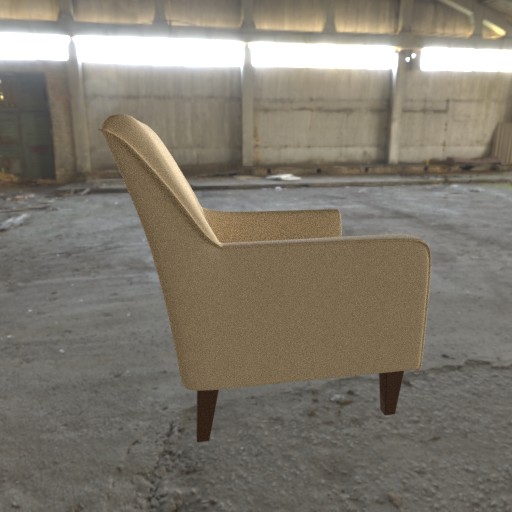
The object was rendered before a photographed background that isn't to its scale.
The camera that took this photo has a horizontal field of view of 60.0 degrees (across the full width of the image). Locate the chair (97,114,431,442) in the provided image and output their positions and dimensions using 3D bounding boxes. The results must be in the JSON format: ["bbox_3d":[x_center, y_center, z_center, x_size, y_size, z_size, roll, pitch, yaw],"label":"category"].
[{"bbox_3d":[0.000,0.000,1.576,0.899,0.919,0.780,-3,15,-10],"label":"chair"}]
